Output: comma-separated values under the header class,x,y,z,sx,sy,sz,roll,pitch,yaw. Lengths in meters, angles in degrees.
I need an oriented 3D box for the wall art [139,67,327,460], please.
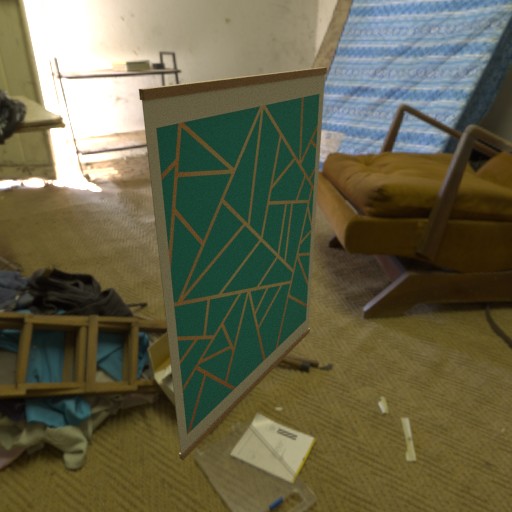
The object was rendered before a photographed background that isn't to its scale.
class,x,y,z,sx,sy,sz,roll,pitch,yaw
wall art,0.000,0.000,1.344,0.013,1.016,0.758,17,31,31
